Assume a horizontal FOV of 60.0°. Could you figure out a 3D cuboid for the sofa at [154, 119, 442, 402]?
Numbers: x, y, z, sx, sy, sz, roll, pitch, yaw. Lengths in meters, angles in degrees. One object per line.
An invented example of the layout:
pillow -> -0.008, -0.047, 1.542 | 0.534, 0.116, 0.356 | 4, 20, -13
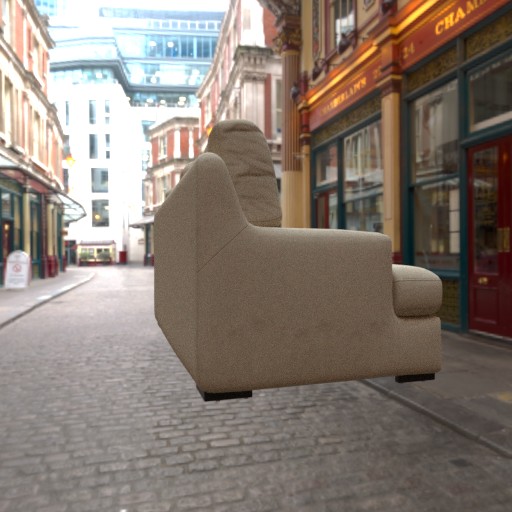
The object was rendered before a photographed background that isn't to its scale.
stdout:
sofa -> 0.000, 0.000, 2.427 | 0.962, 0.967, 1.885 | 0, 0, -17
